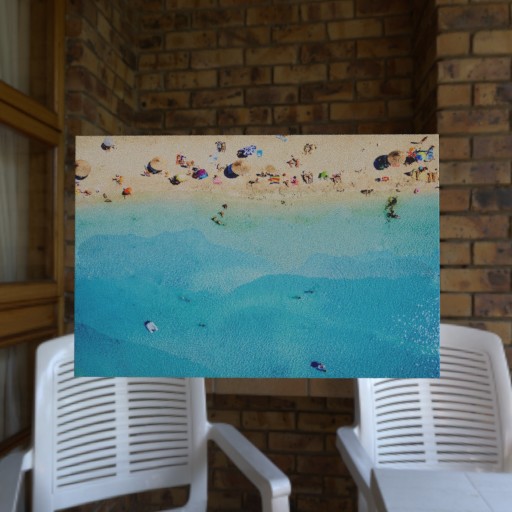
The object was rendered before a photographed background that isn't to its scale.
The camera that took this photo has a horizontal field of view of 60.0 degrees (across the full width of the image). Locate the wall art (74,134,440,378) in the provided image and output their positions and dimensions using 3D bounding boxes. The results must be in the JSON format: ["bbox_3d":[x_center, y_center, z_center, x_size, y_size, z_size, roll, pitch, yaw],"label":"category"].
[{"bbox_3d":[0.000,0.000,1.113,0.894,0.595,0.057,0,-1,1],"label":"wall art"}]
